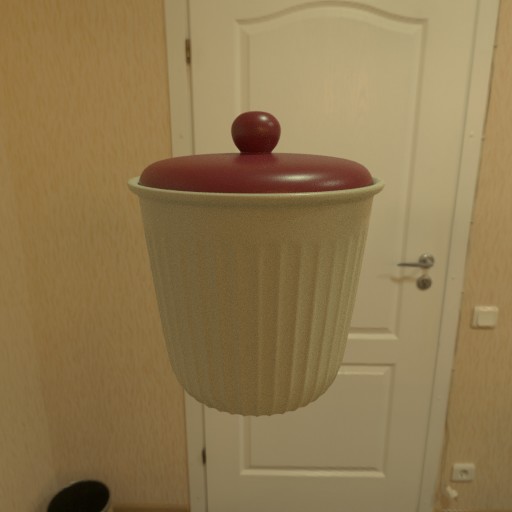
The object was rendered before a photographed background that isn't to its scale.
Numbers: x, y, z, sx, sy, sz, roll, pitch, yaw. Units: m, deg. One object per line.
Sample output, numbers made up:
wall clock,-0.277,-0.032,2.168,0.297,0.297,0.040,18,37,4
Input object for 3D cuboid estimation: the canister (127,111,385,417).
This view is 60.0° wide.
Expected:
canister,0.000,0.000,0.339,0.181,0.211,0.181,0,16,0
